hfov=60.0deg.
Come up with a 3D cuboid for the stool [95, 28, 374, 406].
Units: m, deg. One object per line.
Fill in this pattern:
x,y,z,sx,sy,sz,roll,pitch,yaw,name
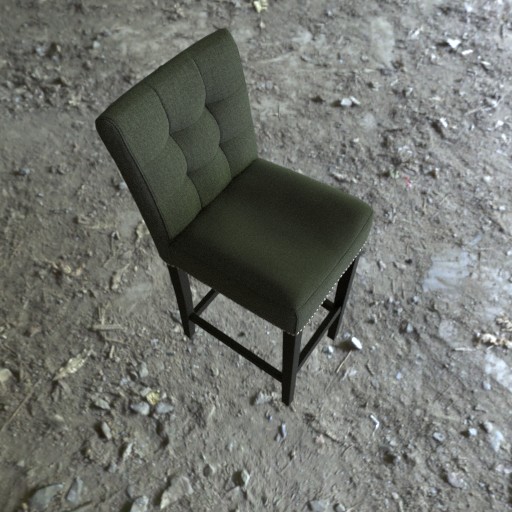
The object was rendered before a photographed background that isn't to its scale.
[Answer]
0.000,0.000,1.307,0.548,1.047,0.411,32,62,19,stool
